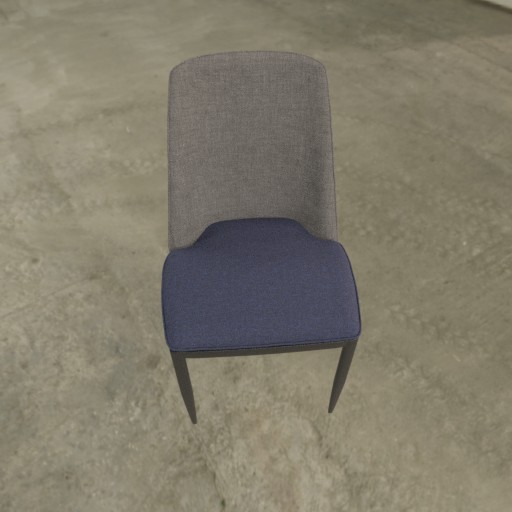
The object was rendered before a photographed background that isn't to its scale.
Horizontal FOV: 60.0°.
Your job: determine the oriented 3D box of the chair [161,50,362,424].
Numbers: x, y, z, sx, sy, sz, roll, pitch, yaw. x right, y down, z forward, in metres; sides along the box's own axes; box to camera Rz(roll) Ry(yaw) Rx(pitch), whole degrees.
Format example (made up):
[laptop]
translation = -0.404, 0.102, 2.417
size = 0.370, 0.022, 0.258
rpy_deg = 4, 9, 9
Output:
[chair]
translation = 0.000, 0.000, 1.171
size = 0.488, 0.855, 0.550
rpy_deg = -3, 47, -3
